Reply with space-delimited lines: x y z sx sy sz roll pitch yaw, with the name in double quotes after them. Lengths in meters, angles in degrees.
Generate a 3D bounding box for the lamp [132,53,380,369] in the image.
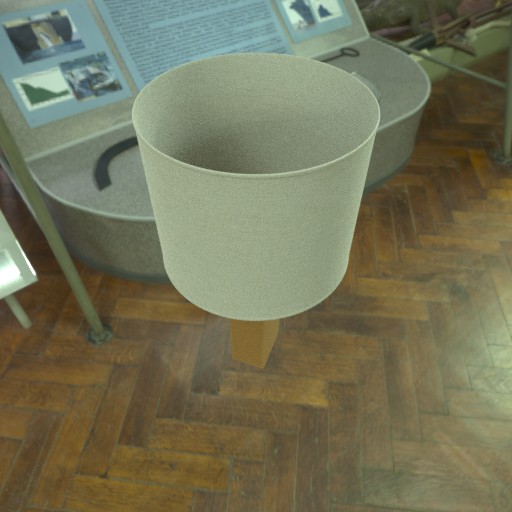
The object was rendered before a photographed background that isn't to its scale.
0.000 0.000 0.566 0.229 0.417 0.229 15 48 14 "lamp"
